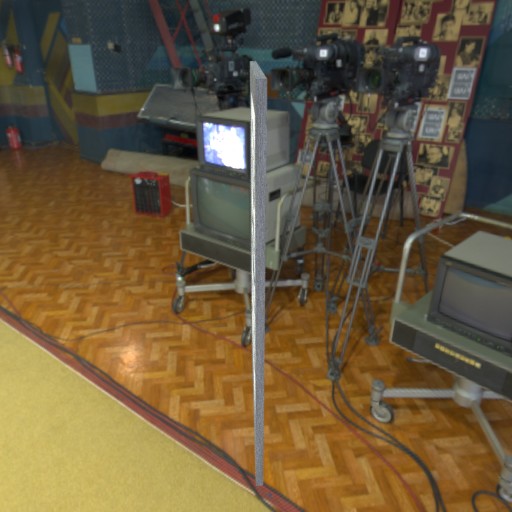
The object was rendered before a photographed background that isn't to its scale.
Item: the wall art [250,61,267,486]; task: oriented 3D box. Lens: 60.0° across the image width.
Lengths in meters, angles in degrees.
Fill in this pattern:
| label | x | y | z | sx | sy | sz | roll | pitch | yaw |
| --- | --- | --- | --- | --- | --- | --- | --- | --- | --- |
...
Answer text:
| label | x | y | z | sx | sy | sz | roll | pitch | yaw |
| --- | --- | --- | --- | --- | --- | --- | --- | --- | --- |
| wall art | 0.000 | 0.000 | 1.365 | 0.020 | 1.070 | 0.768 | -1 | 26 | -1 |
